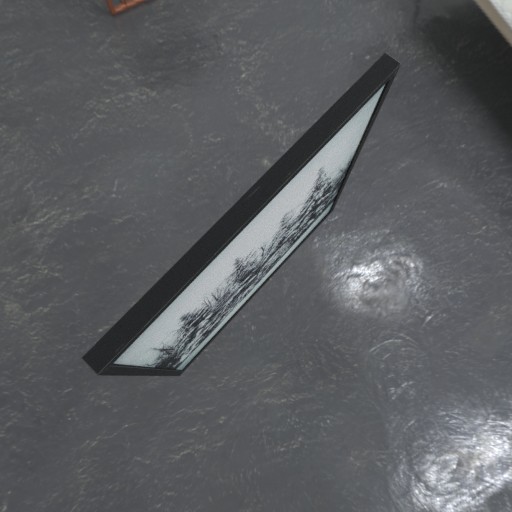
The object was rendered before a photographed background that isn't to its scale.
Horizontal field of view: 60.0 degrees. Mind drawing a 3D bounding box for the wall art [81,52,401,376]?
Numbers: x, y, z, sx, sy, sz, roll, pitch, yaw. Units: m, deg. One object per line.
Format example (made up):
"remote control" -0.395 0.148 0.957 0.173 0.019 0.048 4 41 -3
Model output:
"wall art" 0.000 0.000 1.121 0.037 0.761 0.761 41 79 10
